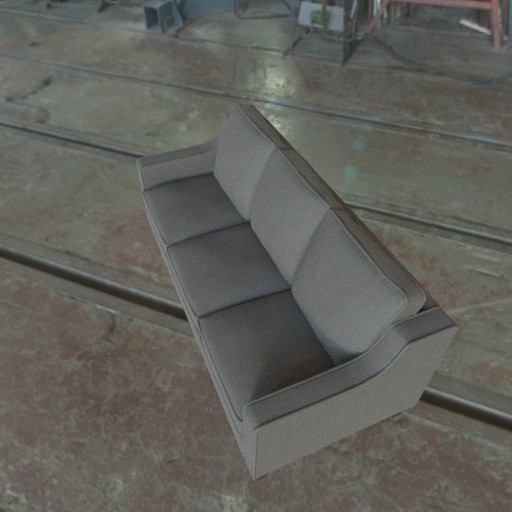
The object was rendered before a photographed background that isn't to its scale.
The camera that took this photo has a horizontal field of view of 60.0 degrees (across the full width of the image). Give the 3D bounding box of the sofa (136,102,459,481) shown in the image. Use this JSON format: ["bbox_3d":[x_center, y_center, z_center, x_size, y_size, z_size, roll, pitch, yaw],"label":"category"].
[{"bbox_3d":[0.000,0.000,2.506,0.911,0.974,1.986,-17,47,-16],"label":"sofa"}]
